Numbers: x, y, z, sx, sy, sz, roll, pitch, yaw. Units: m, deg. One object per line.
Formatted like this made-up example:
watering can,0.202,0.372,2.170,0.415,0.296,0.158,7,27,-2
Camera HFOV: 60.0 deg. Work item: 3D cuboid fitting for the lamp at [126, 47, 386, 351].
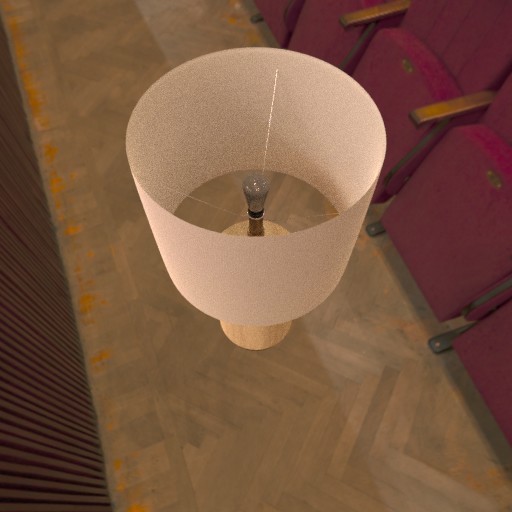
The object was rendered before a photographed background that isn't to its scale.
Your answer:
lamp,0.000,0.000,0.580,0.228,0.444,0.228,-16,61,-9
